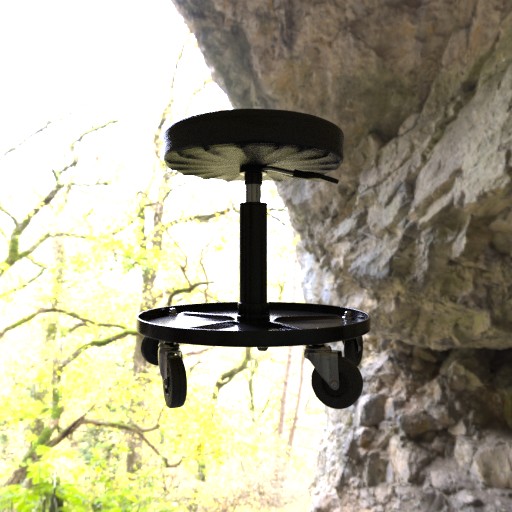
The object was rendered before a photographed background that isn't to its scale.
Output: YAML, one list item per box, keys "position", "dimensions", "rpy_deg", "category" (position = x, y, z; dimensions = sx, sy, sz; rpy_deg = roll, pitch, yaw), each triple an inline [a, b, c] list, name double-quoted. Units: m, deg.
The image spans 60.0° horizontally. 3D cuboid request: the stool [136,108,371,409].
- position: [0.000, 0.000, 0.671]
  dimensions: [0.382, 0.365, 0.381]
  rpy_deg: [0, 0, 36]
  category: "stool"
